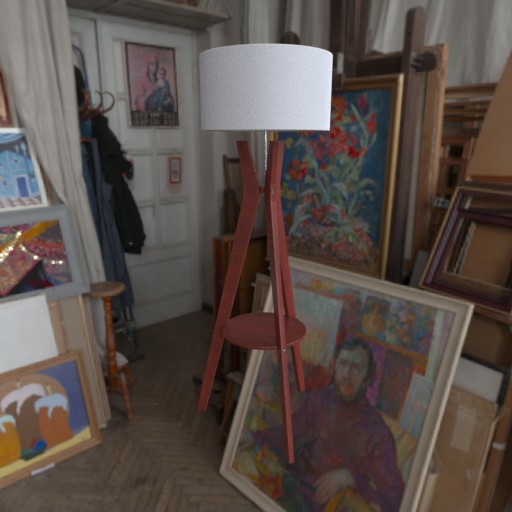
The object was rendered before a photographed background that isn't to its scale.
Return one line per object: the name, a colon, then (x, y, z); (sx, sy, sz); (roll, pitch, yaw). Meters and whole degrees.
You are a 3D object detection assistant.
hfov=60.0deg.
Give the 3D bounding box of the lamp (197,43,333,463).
lamp: (0.000, 0.000, 1.778); (0.542, 1.472, 0.539); (3, 15, 10)
